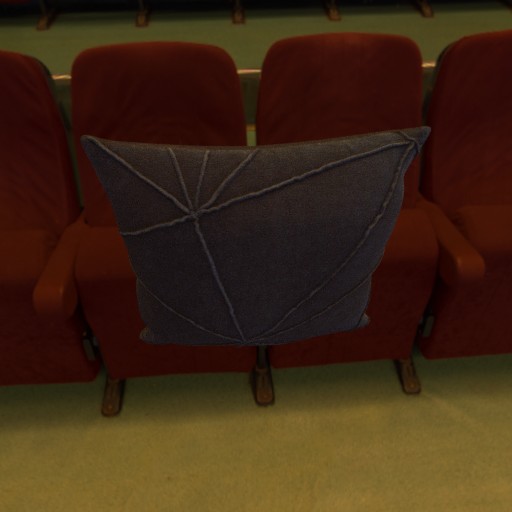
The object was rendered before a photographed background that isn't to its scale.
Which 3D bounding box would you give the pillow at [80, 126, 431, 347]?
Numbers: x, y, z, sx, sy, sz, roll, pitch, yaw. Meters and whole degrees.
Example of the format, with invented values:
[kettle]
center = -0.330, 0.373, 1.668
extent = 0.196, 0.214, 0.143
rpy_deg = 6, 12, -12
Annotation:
[pillow]
center = 0.000, 0.000, 0.690
extent = 0.439, 0.440, 0.183
rpy_deg = -3, 47, -3
